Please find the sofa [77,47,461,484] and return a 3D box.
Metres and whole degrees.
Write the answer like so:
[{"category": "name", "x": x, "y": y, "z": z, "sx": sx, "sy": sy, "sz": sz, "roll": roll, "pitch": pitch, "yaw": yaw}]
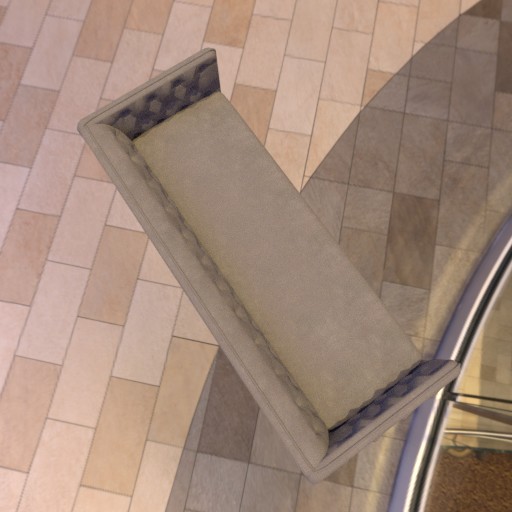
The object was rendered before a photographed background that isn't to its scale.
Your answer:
[{"category": "sofa", "x": 0.000, "y": 0.000, "z": 2.573, "sx": 0.895, "sy": 0.771, "sz": 2.209, "roll": -34, "pitch": 78, "yaw": -8}]
